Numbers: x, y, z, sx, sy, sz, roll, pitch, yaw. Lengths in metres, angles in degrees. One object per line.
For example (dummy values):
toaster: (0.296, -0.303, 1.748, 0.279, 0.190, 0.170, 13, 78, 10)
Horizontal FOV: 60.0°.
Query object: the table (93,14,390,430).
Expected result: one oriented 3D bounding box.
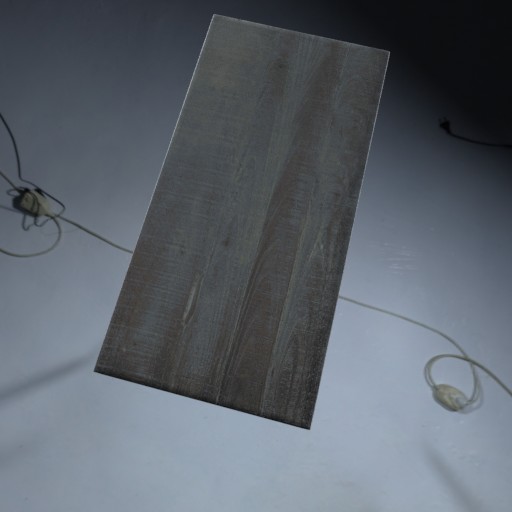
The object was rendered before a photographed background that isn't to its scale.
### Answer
table: (0.000, 0.000, 0.998, 0.300, 0.701, 0.599, 14, 76, 4)
